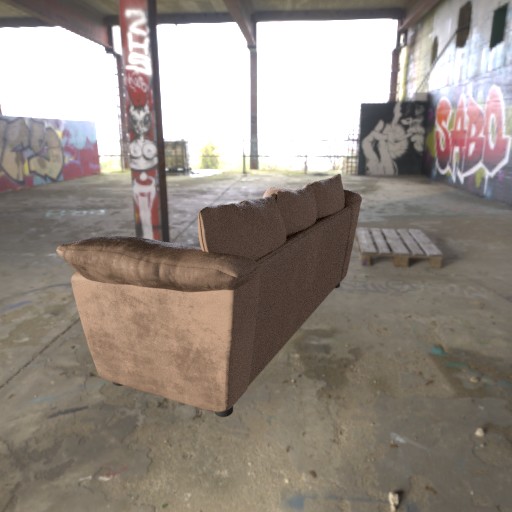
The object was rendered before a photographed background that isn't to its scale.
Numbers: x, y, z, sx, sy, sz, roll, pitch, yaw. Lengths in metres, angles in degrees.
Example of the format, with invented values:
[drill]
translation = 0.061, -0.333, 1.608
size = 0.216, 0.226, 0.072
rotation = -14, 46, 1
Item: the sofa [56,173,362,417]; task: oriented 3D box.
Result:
[sofa]
translation = 0.000, 0.000, 2.870
size = 0.893, 0.981, 2.377
rotation = 7, 17, 24
